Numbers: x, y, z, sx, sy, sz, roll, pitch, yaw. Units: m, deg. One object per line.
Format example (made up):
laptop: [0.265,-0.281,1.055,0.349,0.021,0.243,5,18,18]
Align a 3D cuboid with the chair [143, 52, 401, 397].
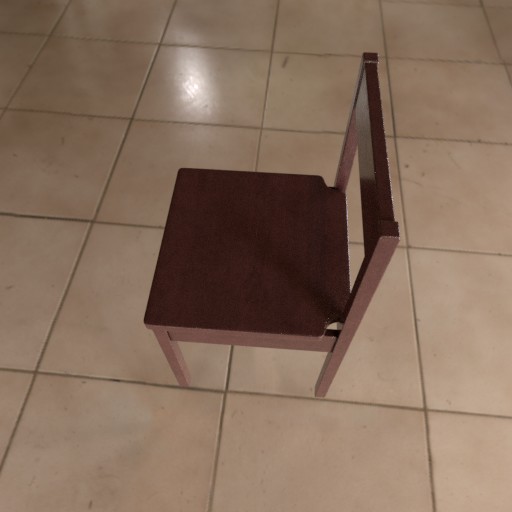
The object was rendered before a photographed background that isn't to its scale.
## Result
chair: [0.000,0.000,0.884,0.361,0.668,0.367,4,57,2]
